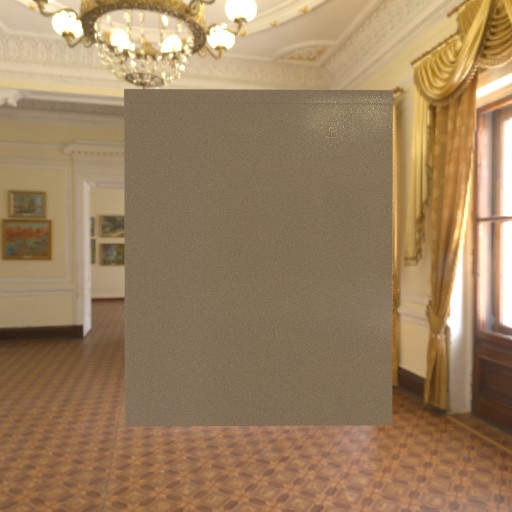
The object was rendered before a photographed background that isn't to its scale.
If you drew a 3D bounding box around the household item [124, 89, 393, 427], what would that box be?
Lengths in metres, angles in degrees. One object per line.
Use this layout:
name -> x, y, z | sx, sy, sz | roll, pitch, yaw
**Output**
household item -> 0.000, 0.000, 1.535 | 0.597, 0.749, 1.100 | 0, 1, -1
